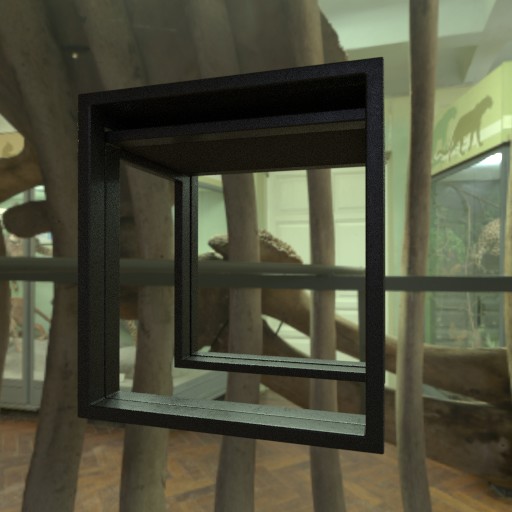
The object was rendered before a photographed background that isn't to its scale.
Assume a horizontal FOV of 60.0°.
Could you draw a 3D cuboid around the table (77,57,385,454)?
[{"bbox_3d":[0.000,0.000,0.895,0.500,0.550,0.449,0,0,16],"label":"table"}]
